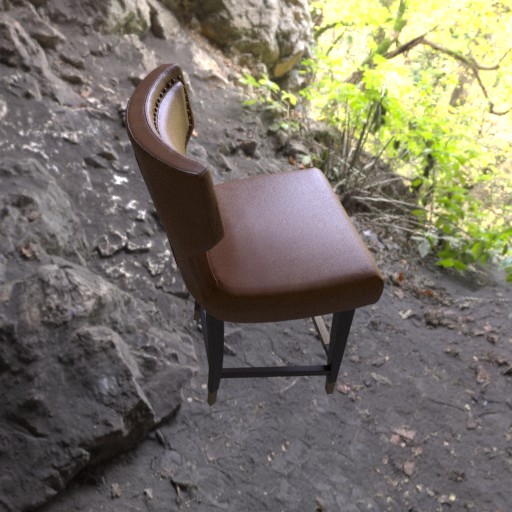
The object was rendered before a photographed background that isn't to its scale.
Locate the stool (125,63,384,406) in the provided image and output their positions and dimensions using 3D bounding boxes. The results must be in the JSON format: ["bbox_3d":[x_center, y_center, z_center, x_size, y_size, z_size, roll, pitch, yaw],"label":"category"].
[{"bbox_3d":[0.000,0.000,1.311,0.563,0.982,0.526,-10,47,-9],"label":"stool"}]
